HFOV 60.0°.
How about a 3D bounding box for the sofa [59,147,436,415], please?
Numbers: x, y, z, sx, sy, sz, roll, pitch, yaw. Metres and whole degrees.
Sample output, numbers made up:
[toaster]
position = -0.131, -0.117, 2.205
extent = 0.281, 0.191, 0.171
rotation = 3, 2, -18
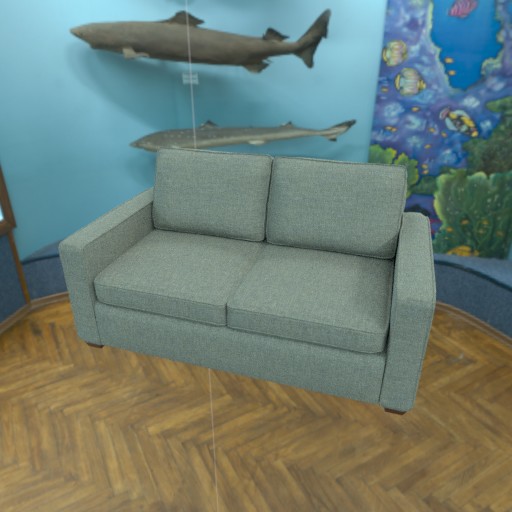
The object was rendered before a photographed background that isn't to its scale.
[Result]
[sofa]
position = 0.000, 0.000, 2.307
extent = 1.706, 0.915, 0.945
rotation = 8, 28, 15
